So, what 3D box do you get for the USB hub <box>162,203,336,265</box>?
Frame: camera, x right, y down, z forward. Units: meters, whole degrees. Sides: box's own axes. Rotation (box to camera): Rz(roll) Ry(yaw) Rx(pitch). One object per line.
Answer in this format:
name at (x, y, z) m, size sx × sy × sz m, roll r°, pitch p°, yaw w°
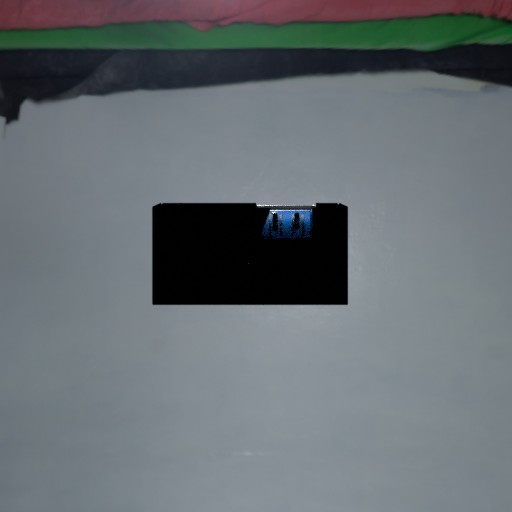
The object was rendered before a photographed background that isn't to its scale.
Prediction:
USB hub at (0.000, 0.000, 0.160) m, size 0.044 × 0.023 × 0.145 m, roll 0°, pitch 0°, yaw 1°
